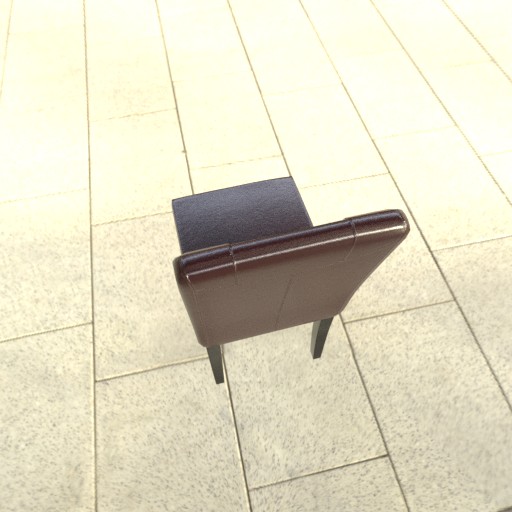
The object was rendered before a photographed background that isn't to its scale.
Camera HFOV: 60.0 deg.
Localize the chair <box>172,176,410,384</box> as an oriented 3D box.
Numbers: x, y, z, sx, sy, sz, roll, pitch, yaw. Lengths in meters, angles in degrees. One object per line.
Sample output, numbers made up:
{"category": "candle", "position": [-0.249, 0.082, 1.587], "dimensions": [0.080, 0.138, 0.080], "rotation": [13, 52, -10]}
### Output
{"category": "chair", "position": [0.000, 0.000, 1.202], "dimensions": [0.399, 0.897, 0.556], "rotation": [-13, 59, -8]}
